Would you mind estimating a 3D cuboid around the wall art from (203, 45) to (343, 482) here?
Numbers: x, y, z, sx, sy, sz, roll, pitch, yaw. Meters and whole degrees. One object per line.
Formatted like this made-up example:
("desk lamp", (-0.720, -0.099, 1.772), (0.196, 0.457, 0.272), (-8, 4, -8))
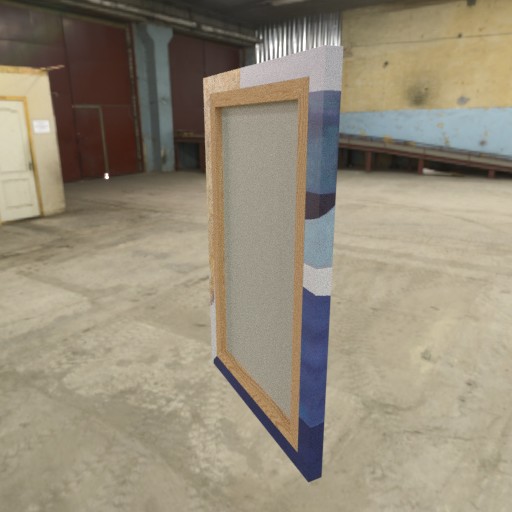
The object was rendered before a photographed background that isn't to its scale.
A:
("wall art", (0.000, 0.000, 1.150), (0.039, 0.911, 0.607), (-8, 18, -26))
